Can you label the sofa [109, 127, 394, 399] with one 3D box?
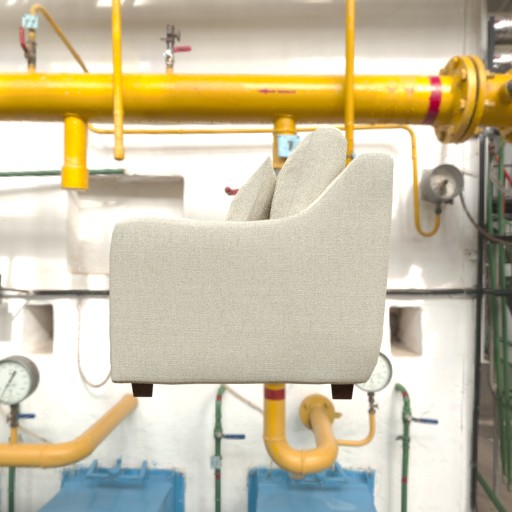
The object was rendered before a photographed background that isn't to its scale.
[{"bbox_3d":[0.000,0.000,2.403,1.040,1.047,1.744,0,0,2],"label":"sofa"}]
